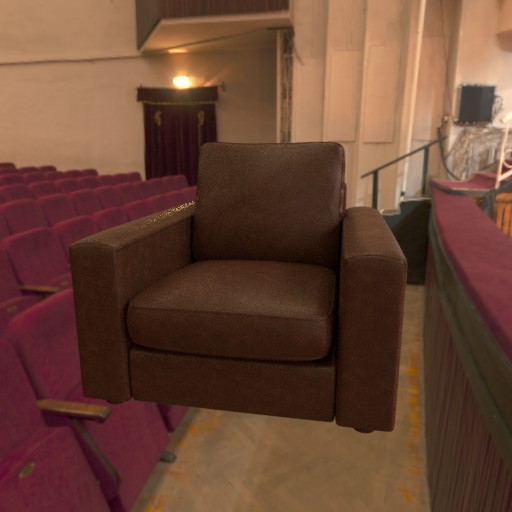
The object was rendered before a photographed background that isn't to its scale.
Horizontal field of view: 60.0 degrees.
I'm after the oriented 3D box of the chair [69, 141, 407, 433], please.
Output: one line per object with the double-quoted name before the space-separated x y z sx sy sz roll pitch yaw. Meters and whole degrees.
"chair" 0.000 0.000 1.731 1.005 0.873 1.016 3 14 11
